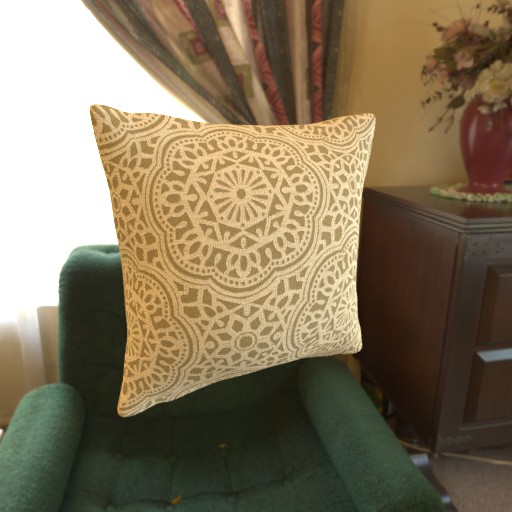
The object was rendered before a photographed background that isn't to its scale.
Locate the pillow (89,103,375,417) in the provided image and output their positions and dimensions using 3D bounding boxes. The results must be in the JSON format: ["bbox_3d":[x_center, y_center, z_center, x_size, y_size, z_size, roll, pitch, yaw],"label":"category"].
[{"bbox_3d":[0.000,0.000,0.664,0.438,0.421,0.167,-8,18,-27],"label":"pillow"}]
